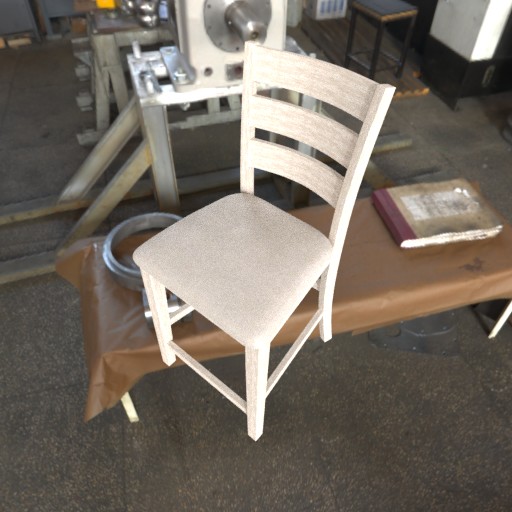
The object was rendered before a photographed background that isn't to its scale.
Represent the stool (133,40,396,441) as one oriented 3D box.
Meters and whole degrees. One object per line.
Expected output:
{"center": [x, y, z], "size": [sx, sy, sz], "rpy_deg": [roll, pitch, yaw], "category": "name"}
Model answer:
{"center": [0.000, 0.000, 1.353], "size": [0.484, 1.032, 0.569], "rpy_deg": [32, 53, 27], "category": "stool"}
